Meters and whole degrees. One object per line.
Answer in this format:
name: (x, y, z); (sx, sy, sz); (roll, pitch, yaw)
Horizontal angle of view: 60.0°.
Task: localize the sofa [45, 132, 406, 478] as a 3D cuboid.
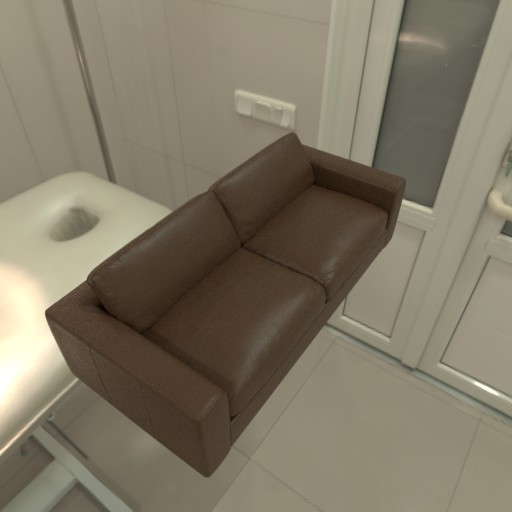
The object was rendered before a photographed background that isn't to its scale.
sofa: (0.000, 0.000, 2.794); (1.070, 0.801, 2.262); (26, 48, 26)
